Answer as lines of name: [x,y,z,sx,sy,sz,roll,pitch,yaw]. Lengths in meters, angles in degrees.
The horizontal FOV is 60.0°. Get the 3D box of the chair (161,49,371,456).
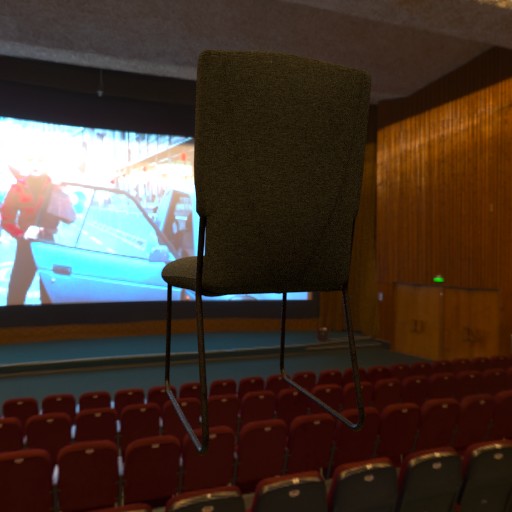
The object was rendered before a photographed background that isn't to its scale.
chair: [0.000,0.000,1.294,0.480,0.931,0.635,0,1,-20]
